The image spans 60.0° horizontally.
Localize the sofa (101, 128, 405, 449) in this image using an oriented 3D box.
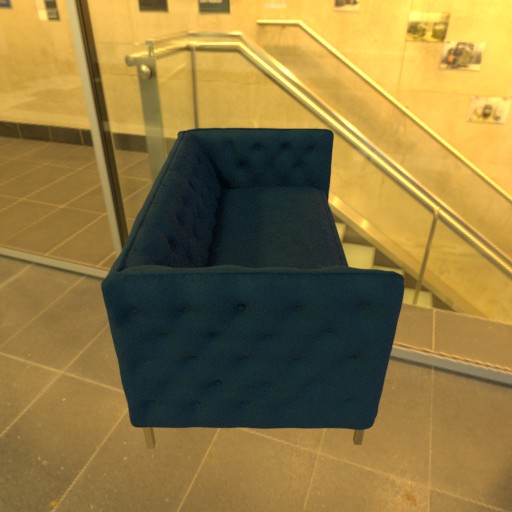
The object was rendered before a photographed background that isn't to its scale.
[{"bbox_3d":[0.000,0.000,2.105,0.909,0.810,1.583,0,32,0],"label":"sofa"}]
